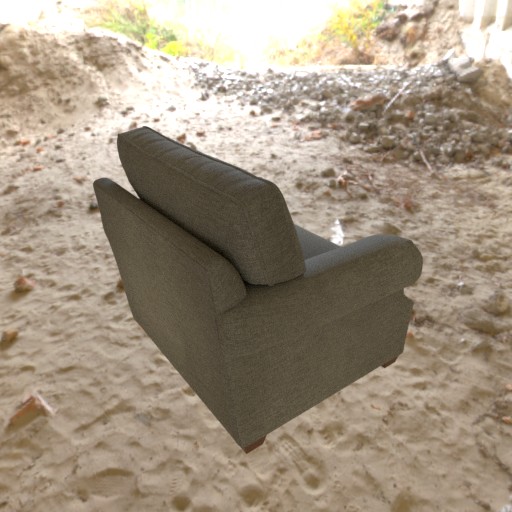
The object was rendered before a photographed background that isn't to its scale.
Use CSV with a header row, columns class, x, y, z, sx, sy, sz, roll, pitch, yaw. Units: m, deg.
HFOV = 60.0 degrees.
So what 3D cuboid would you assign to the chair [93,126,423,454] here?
class,x,y,z,sx,sy,sz,roll,pitch,yaw
chair,0.000,0.000,1.827,0.965,0.961,1.092,-18,32,-32
